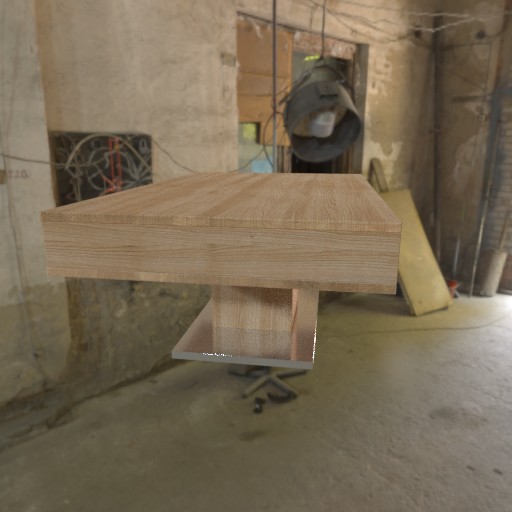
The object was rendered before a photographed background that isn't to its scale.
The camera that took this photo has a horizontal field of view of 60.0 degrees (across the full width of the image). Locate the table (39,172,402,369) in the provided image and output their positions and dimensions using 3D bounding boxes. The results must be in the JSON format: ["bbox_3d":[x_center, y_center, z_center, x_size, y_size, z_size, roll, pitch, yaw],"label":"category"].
[{"bbox_3d":[0.000,0.000,1.412,0.700,0.440,1.100,2,15,9],"label":"table"}]
